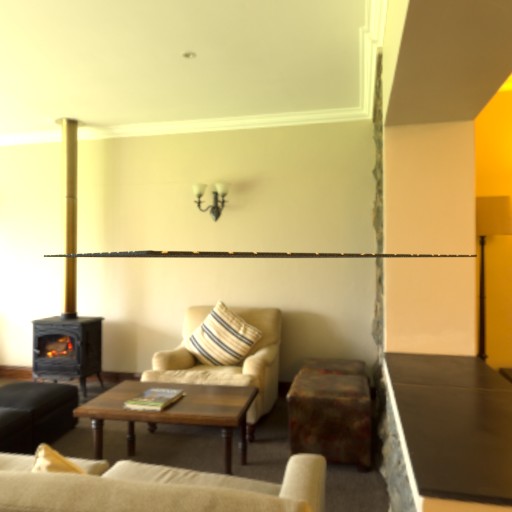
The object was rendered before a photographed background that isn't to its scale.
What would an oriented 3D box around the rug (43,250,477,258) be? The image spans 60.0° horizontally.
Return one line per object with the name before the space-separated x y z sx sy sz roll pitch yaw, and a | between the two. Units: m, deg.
rug | 0.000 0.000 3.964 3.047 0.022 2.439 0 -1 -36
